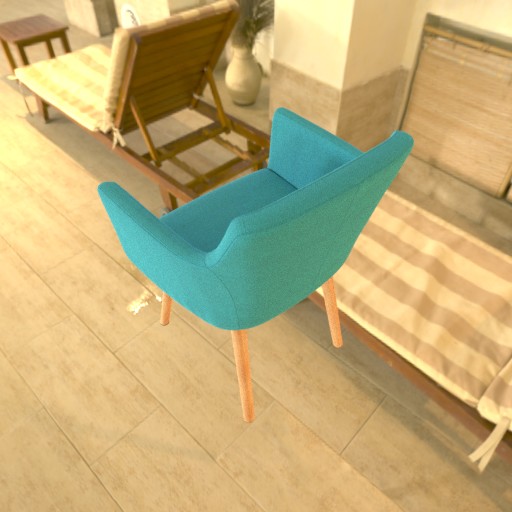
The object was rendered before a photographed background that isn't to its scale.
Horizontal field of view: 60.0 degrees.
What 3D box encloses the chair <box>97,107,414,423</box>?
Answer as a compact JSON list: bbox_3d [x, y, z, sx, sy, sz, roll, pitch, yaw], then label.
[{"bbox_3d":[0.000,0.000,1.167,0.570,0.780,0.540,-31,53,-27],"label":"chair"}]
